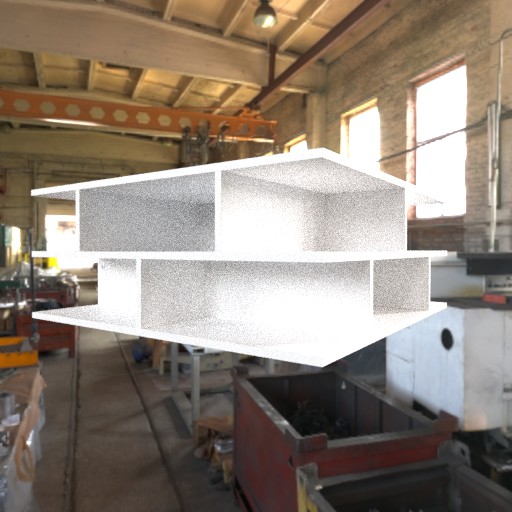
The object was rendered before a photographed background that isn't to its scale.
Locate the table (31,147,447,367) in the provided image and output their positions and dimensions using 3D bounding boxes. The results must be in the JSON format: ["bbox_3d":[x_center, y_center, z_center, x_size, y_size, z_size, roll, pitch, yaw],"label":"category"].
[{"bbox_3d":[0.000,0.000,1.047,0.700,0.289,0.700,1,1,35],"label":"table"}]
